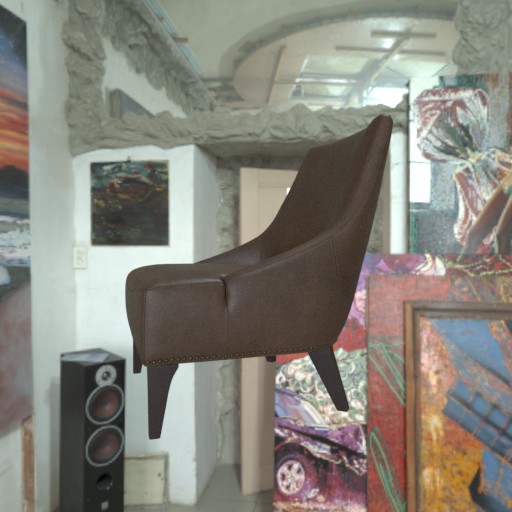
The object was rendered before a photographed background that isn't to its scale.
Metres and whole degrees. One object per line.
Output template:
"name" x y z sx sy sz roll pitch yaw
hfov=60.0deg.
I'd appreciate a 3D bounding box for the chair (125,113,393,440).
"chair" 0.000 0.000 1.537 0.861 0.909 0.701 0 1 -19
